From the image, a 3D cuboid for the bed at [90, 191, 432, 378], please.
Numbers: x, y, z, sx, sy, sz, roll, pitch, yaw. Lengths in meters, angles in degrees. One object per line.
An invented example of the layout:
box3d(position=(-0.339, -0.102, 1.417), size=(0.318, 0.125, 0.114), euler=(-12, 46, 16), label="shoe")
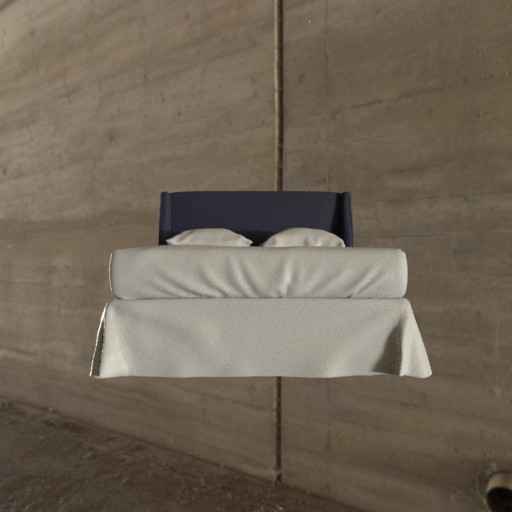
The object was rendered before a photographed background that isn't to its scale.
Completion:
box3d(position=(0.000, 0.000, 3.418), size=(1.925, 1.332, 2.276), euler=(0, -1, 0), label="bed")
